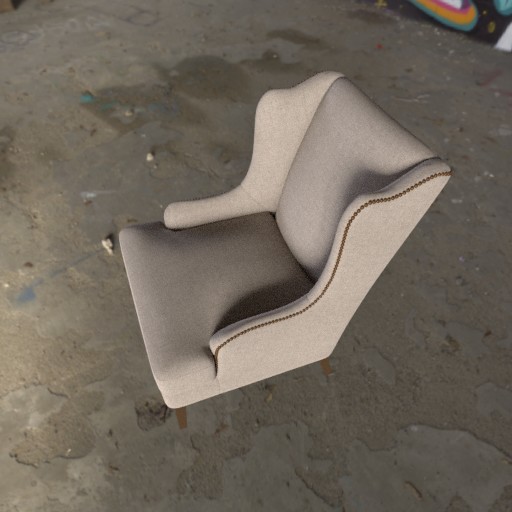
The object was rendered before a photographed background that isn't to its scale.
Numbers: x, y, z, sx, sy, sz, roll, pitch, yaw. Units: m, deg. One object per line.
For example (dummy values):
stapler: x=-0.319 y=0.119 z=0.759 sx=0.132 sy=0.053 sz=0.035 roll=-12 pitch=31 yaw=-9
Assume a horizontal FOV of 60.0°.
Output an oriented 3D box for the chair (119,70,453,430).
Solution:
chair: x=0.000 y=0.000 z=1.664 sx=0.940 sy=1.029 sz=0.737 roll=-16 pitch=49 yaw=-14
